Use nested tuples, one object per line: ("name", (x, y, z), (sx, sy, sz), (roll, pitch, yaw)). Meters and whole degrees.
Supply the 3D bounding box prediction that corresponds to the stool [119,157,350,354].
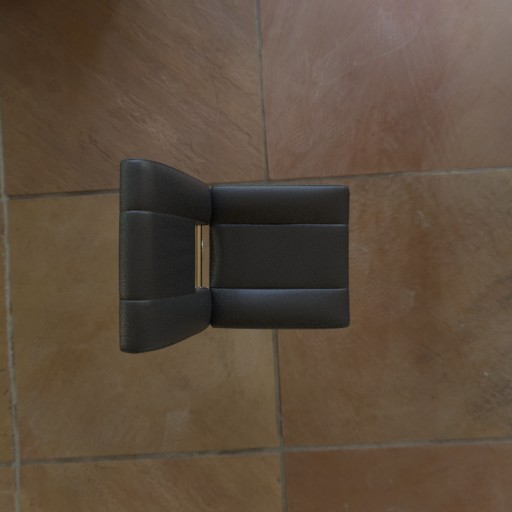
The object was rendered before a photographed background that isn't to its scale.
("stool", (0.000, 0.000, 1.428), (0.520, 1.151, 0.415), (0, 90, 1))
